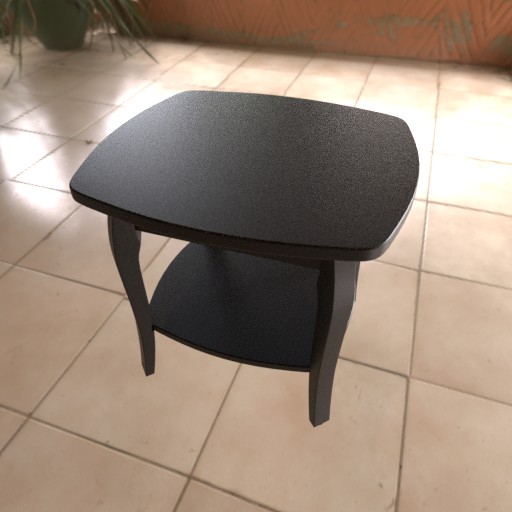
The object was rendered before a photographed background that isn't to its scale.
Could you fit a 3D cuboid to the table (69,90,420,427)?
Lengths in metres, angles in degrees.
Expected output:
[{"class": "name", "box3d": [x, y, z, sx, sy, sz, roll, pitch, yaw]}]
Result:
[{"class": "table", "box3d": [0.000, 0.000, 0.860, 0.508, 0.457, 0.457, 12, 42, 14]}]
